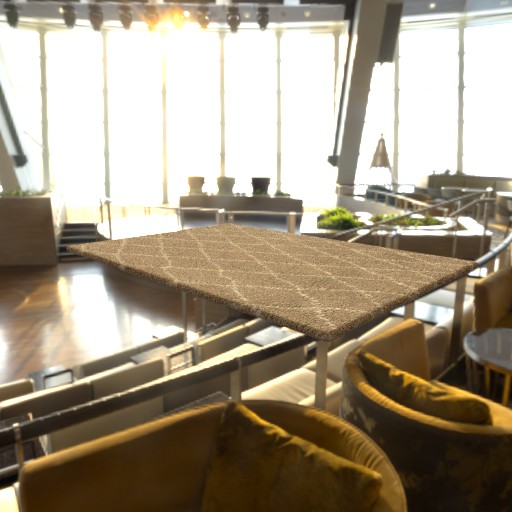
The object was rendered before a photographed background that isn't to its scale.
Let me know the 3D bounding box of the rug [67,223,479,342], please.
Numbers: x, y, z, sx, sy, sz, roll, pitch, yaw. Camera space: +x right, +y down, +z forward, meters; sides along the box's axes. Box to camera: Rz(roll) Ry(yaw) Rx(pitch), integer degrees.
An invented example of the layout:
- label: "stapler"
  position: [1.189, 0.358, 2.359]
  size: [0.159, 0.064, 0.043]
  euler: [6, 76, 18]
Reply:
- label: "rug"
  position: [0.000, 0.000, 2.285]
  size: [1.778, 0.030, 1.219]
  euler: [12, 18, 43]
